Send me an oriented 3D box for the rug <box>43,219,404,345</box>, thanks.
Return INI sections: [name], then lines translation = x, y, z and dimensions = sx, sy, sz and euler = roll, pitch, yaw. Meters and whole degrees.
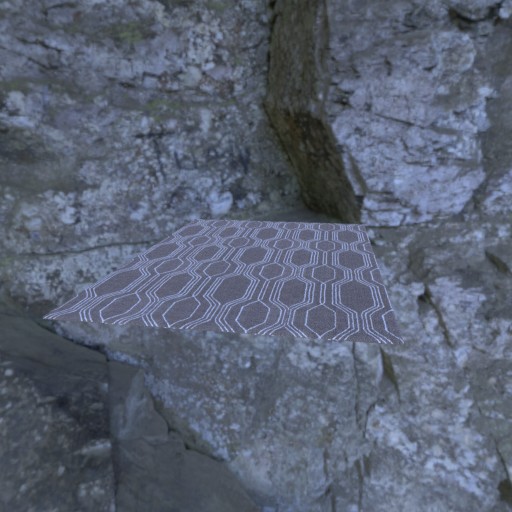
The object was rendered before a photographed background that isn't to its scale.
[rug]
translation = 0.000, 0.000, 2.343
dimensions = 1.239, 0.012, 1.836
euler = 3, 16, 9
